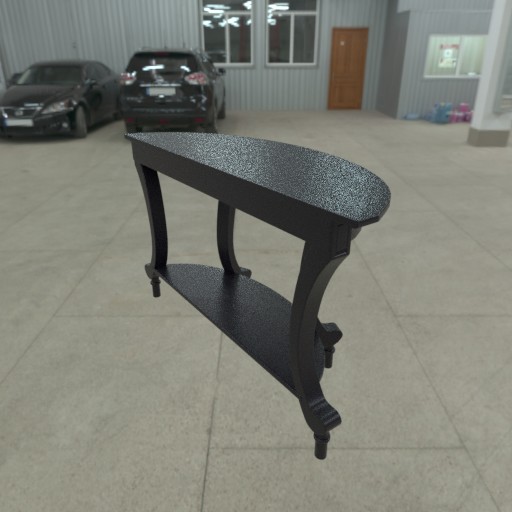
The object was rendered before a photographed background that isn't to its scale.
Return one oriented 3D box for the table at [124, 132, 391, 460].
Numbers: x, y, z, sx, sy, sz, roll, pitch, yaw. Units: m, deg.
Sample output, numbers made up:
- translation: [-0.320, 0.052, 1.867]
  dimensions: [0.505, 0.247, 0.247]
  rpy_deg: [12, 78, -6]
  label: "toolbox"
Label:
- translation: [0.000, 0.000, 1.514]
  dimensions: [0.394, 0.692, 1.198]
  rpy_deg: [-17, 29, -32]
  label: "table"
